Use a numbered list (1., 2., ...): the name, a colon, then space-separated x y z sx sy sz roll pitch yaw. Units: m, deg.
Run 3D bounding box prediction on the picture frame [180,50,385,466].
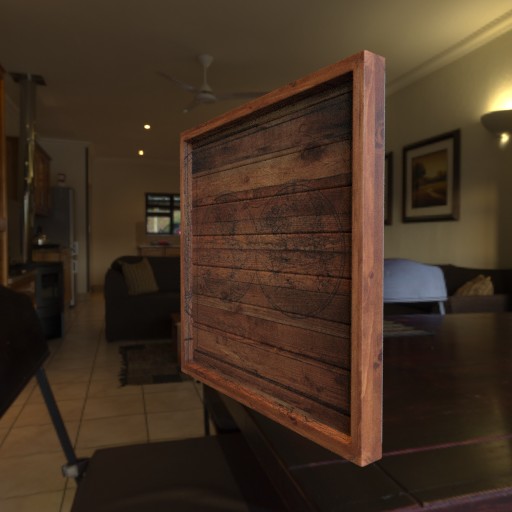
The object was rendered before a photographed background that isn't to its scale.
1. picture frame: 0.000 0.000 0.528 0.028 0.356 0.352 -1 2 -35
